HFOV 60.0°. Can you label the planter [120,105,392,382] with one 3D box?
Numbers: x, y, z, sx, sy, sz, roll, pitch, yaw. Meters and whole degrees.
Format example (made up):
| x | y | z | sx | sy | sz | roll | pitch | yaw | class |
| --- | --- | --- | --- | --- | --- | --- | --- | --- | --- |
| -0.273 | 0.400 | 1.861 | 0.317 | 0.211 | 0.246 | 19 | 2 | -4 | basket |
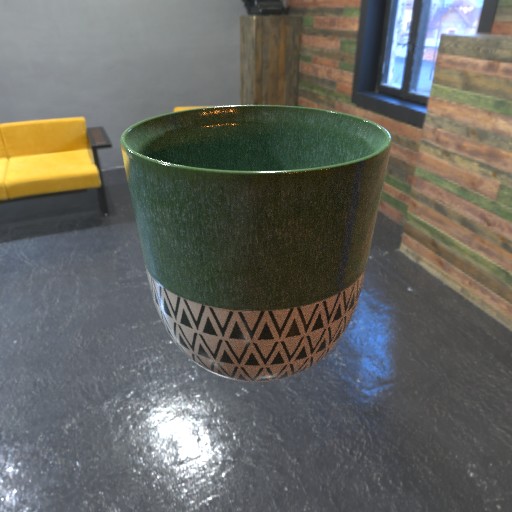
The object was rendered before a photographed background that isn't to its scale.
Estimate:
| x | y | z | sx | sy | sz | roll | pitch | yaw | class |
| --- | --- | --- | --- | --- | --- | --- | --- | --- | --- |
| 0.000 | 0.000 | 0.381 | 0.195 | 0.214 | 0.195 | 0 | 29 | 0 | planter |
